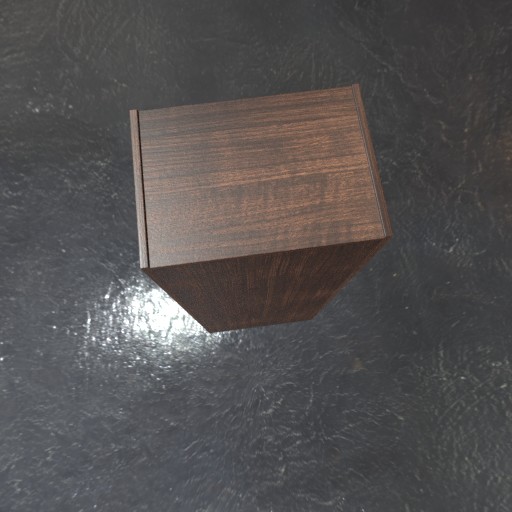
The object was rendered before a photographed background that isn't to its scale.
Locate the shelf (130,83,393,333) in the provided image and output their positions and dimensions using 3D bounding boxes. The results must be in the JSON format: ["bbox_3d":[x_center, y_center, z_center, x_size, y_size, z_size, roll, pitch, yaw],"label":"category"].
[{"bbox_3d":[0.000,0.000,1.279,0.415,1.099,0.290,-7,75,-2],"label":"shelf"}]
